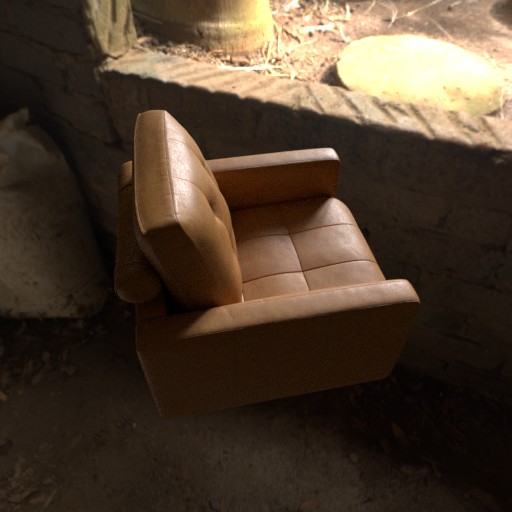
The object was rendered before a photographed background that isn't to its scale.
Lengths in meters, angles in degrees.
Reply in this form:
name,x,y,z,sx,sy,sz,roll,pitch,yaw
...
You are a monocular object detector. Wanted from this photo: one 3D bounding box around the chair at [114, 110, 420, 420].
name,x,y,z,sx,sy,sz,roll,pitch,yaw
chair,0.000,0.000,1.560,0.868,0.896,0.831,-8,47,-8
